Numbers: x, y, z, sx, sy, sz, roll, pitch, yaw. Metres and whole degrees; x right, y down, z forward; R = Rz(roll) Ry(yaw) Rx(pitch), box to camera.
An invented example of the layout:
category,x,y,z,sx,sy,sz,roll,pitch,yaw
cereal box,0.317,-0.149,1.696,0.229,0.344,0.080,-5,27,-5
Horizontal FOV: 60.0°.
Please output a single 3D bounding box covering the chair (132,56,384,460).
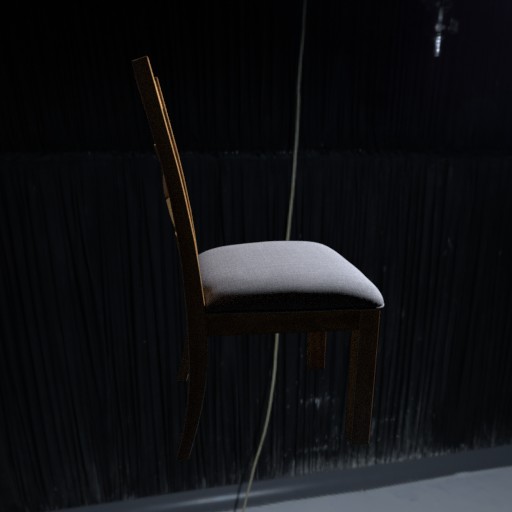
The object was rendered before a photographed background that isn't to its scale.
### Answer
category,x,y,z,sx,sy,sz,roll,pitch,yaw
chair,0.000,0.000,1.224,0.581,0.949,0.470,-3,16,-9
